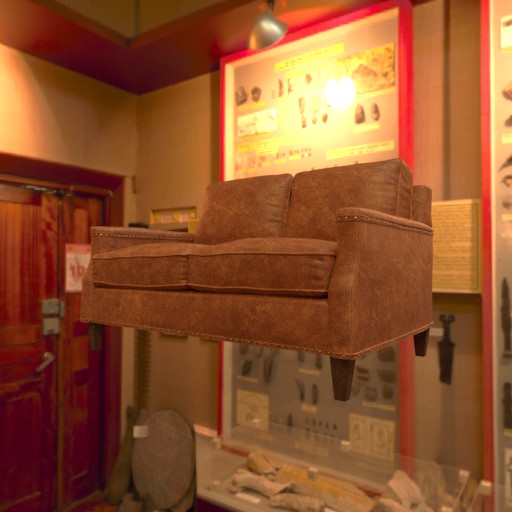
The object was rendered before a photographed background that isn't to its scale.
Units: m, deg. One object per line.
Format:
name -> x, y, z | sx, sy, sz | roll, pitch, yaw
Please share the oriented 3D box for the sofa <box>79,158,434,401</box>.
sofa -> 0.000, 0.000, 2.332 | 1.597, 1.003, 1.084 | -1, -1, 37
